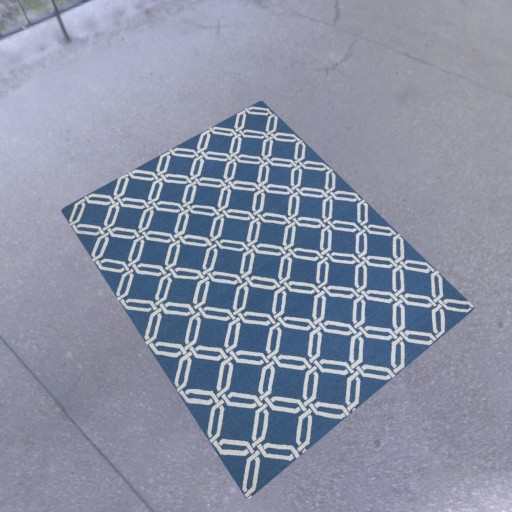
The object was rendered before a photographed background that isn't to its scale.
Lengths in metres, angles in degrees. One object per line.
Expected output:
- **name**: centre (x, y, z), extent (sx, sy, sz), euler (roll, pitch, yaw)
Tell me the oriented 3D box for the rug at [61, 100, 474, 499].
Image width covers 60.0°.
- **rug**: centre (0.000, 0.000, 3.776), extent (2.277, 0.020, 2.867), euler (-34, 68, -16)
